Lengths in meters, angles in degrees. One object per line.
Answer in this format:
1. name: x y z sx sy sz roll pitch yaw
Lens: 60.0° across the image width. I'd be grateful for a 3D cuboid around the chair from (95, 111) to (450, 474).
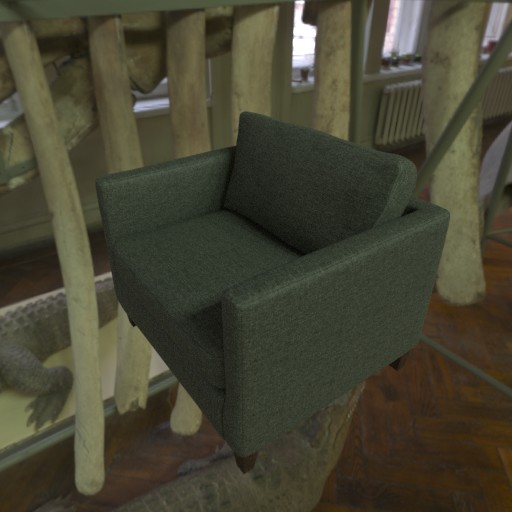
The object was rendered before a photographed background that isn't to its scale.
1. chair: 0.000 0.000 1.834 0.959 0.963 1.107 -21 37 -30
